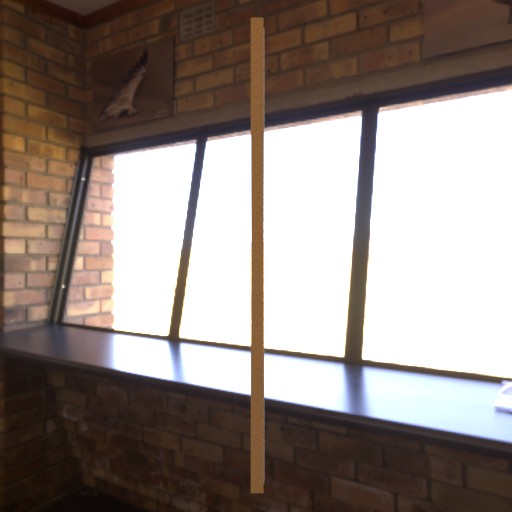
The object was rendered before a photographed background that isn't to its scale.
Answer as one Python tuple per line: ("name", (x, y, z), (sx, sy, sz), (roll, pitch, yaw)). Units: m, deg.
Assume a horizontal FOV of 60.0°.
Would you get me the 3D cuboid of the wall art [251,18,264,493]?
("wall art", (0.000, 0.000, 0.652), (0.013, 0.455, 0.457), (0, 0, 0))
